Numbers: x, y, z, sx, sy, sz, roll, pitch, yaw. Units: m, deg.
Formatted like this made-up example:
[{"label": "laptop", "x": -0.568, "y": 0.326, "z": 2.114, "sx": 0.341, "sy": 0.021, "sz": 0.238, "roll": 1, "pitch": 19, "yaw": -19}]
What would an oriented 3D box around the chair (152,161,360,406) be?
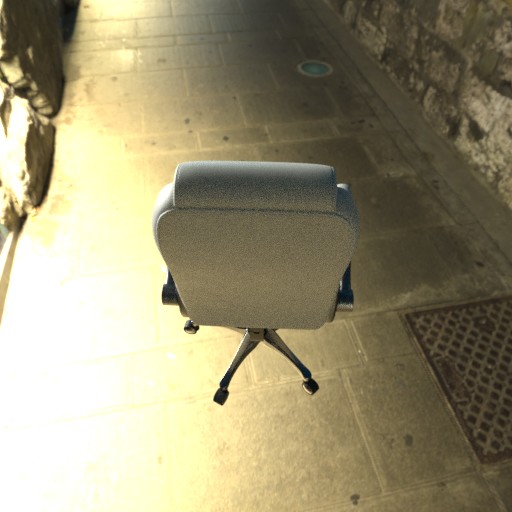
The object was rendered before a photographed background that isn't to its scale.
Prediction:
[{"label": "chair", "x": 0.000, "y": 0.000, "z": 1.788, "sx": 0.755, "sy": 1.330, "sz": 0.806, "roll": 2, "pitch": 47, "yaw": 2}]
